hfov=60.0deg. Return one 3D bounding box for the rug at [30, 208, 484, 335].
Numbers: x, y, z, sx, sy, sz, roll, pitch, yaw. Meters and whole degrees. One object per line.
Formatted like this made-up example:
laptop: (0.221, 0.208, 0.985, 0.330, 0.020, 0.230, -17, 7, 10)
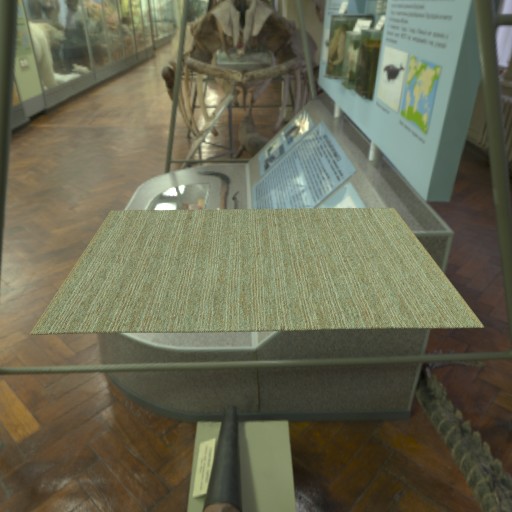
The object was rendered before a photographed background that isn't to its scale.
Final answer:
rug: (0.000, 0.000, 2.318, 1.824, 0.010, 1.240, -1, 29, -1)
